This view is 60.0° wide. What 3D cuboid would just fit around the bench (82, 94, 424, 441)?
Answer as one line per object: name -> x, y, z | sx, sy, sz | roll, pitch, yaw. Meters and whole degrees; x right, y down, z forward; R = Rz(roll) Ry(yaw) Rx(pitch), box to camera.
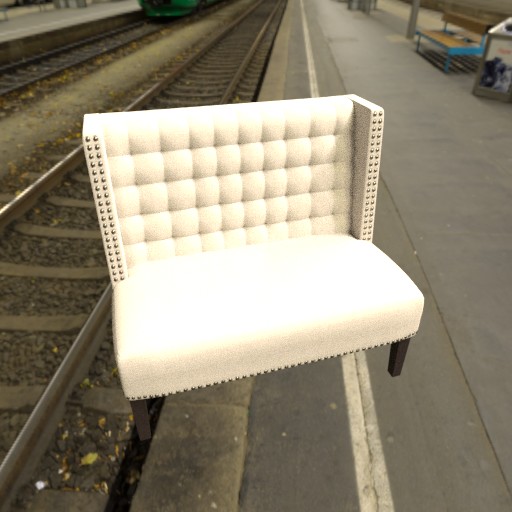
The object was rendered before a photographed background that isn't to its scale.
bench -> 0.000, 0.000, 1.962 | 1.280, 1.123, 0.847 | -9, 34, -14
